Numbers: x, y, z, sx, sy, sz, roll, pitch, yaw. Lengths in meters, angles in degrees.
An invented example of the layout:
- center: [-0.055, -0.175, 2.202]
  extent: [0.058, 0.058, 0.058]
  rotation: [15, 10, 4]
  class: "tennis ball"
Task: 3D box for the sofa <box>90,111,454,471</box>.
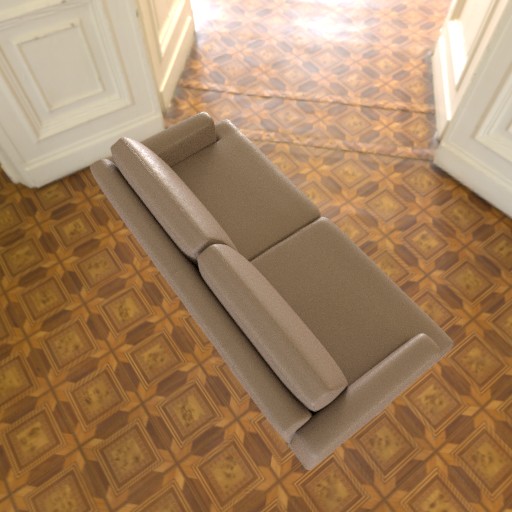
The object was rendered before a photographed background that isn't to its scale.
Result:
- center: [0.000, 0.000, 2.356]
  extent: [0.974, 0.765, 1.940]
  rotation: [-33, 64, -18]
  class: "sofa"
